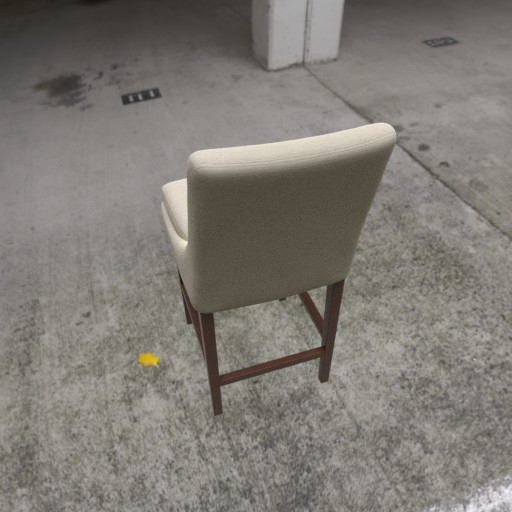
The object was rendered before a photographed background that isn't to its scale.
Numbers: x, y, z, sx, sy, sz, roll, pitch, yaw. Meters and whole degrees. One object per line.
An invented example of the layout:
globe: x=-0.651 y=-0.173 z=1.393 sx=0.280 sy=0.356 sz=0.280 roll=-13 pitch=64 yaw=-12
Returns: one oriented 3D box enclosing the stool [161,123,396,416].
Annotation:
stool: x=0.000 y=0.000 z=1.318 sx=0.470 sy=0.981 sz=0.577 roll=-13 pitch=43 yaw=-14
